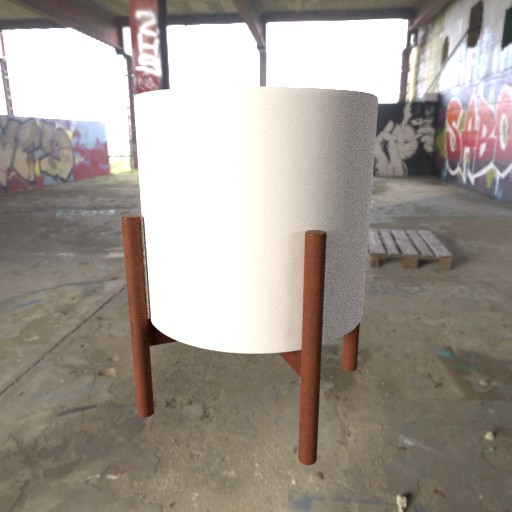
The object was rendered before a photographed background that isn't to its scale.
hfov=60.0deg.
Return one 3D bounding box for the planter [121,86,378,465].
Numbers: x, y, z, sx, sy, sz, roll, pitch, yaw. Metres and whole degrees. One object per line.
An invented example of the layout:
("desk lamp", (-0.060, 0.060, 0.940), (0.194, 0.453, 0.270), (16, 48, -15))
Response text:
("planter", (0.000, 0.000, 0.863), (0.421, 0.581, 0.420), (7, 17, 25))
